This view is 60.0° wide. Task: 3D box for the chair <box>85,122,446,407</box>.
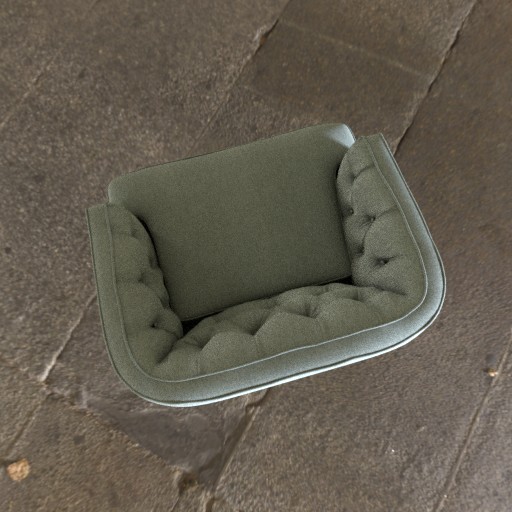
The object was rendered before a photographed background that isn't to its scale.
[{"bbox_3d":[0.000,0.000,1.739,1.094,0.852,0.945,-15,77,-4],"label":"chair"}]
